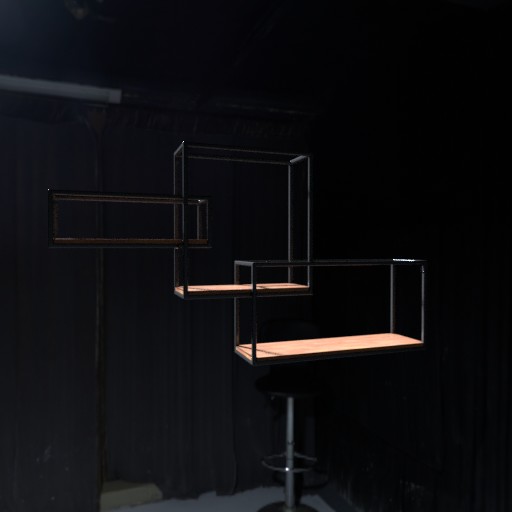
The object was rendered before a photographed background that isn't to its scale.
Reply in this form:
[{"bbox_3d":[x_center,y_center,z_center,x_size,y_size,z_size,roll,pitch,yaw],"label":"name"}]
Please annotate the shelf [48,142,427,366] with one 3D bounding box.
[{"bbox_3d":[0.000,0.000,2.113,1.781,0.972,0.275,0,1,-20],"label":"shelf"}]
